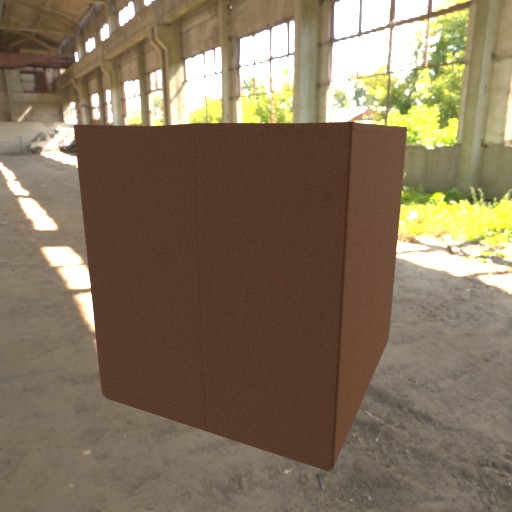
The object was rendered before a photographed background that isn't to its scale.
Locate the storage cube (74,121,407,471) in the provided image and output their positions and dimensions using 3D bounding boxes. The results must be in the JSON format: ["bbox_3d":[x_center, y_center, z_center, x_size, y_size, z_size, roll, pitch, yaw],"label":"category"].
[{"bbox_3d":[0.000,0.000,0.497,0.270,0.280,0.270,7,17,25],"label":"storage cube"}]
